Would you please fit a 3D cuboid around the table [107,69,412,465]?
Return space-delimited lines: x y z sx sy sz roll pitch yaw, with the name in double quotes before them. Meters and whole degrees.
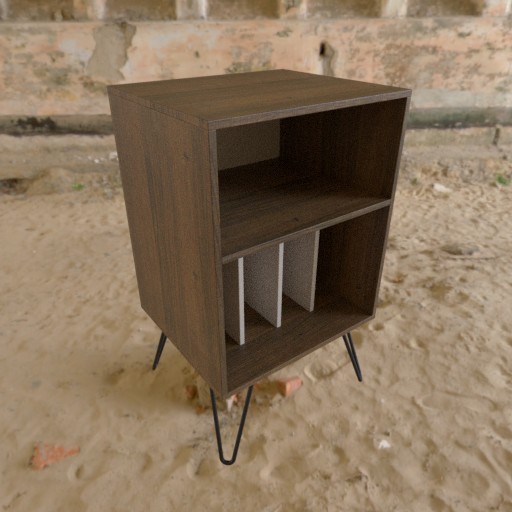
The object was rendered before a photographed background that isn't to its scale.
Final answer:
"table" 0.000 0.000 1.204 0.526 0.866 0.457 -20 35 -31
